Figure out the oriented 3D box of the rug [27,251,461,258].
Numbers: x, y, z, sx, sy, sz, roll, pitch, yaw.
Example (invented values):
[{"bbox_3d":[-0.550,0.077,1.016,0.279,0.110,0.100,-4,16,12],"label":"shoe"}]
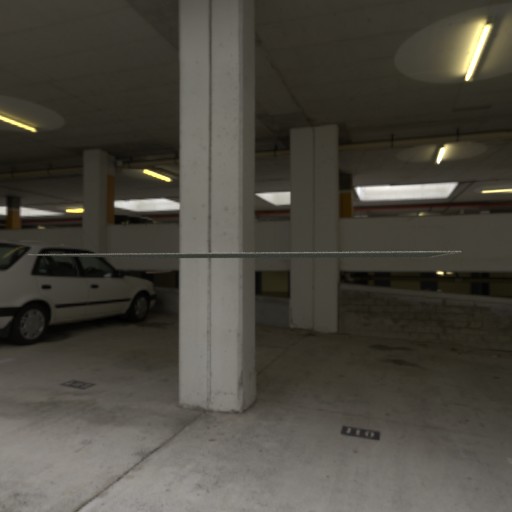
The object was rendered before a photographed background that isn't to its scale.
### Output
[{"bbox_3d":[0.000,0.000,2.937,2.289,0.006,1.523,0,-1,17],"label":"rug"}]
